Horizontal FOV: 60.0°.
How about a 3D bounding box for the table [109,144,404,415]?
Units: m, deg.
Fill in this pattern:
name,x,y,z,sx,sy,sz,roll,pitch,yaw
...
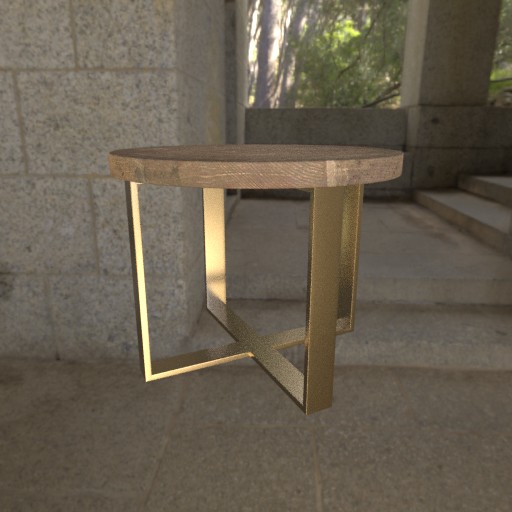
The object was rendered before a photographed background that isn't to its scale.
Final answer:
name,x,y,z,sx,sy,sz,roll,pitch,yaw
table,0.000,0.000,0.941,0.557,0.437,0.557,0,16,0
